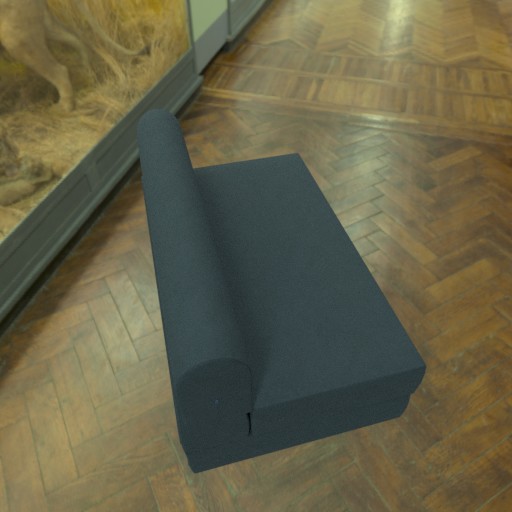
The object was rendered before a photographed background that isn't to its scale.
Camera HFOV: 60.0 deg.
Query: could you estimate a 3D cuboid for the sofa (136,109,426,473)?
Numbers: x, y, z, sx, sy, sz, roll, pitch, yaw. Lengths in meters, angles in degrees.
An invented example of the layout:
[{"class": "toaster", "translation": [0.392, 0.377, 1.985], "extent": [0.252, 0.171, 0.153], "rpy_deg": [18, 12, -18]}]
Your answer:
[{"class": "sofa", "translation": [0.000, 0.000, 1.676], "extent": [0.762, 0.660, 1.219], "rpy_deg": [-11, 47, -10]}]
